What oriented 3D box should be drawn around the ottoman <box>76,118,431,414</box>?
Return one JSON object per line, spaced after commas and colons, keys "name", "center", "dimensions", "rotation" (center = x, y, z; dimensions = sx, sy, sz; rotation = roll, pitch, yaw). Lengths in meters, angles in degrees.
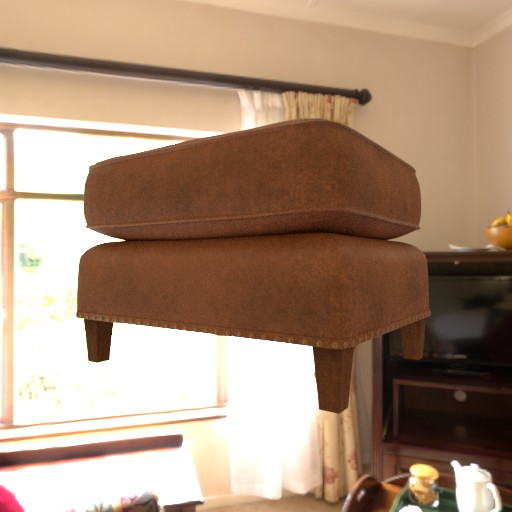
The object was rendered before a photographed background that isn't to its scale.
{"name": "ottoman", "center": [0.000, 0.000, 1.146], "dimensions": [0.738, 0.537, 0.589], "rotation": [-1, -1, 35]}
